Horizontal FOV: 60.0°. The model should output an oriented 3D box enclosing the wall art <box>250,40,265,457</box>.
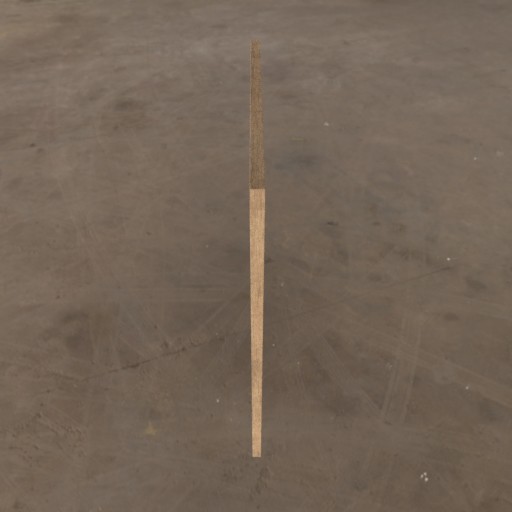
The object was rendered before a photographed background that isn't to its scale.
[{"bbox_3d":[0.000,0.000,0.923,0.018,0.686,0.534,0,42,0],"label":"wall art"}]
